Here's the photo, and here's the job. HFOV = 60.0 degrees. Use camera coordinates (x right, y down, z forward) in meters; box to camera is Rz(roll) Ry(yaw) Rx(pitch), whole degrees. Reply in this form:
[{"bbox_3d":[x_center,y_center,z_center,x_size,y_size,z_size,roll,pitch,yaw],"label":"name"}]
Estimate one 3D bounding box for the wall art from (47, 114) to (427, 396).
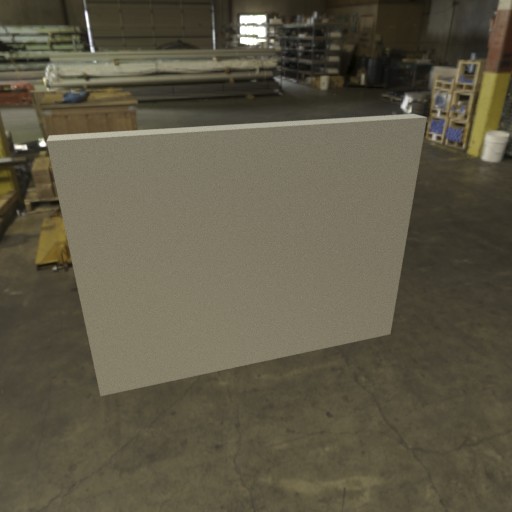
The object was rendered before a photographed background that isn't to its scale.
[{"bbox_3d":[0.000,0.000,1.396,1.056,0.801,0.066,-8,28,-16],"label":"wall art"}]
